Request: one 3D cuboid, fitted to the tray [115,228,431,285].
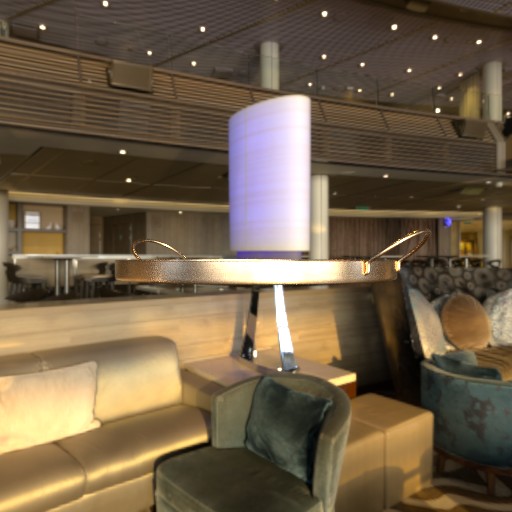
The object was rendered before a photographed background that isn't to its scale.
[{"bbox_3d":[0.000,0.000,0.722,0.543,0.069,0.438,0,0,36],"label":"tray"}]
